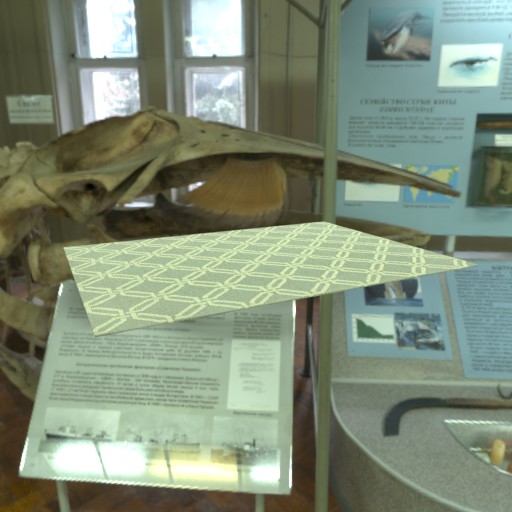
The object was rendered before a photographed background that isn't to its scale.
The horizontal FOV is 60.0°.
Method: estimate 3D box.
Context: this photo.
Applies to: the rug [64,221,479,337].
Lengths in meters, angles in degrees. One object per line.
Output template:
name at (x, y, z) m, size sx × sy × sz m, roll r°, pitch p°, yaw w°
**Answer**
rug at (0.000, 0.000, 4.391) m, size 3.353 × 0.013 × 2.438 m, roll -7°, pitch 17°, yaw -26°
